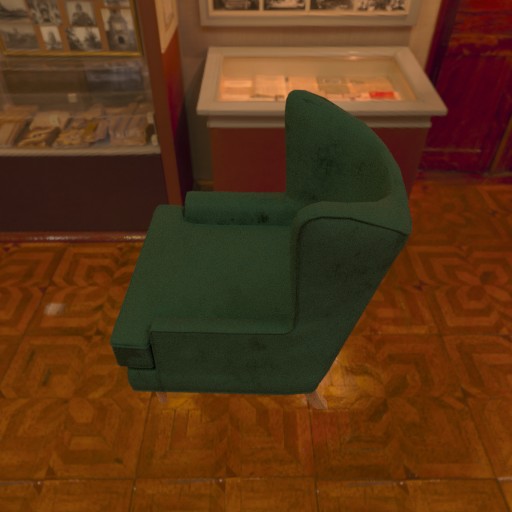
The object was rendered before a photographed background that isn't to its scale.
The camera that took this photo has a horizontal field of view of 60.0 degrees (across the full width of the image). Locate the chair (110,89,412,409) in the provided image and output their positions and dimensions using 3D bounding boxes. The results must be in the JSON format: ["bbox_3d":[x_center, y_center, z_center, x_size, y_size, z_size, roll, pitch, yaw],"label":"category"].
[{"bbox_3d":[0.000,0.000,1.632,0.910,0.952,0.793,1,41,1],"label":"chair"}]
